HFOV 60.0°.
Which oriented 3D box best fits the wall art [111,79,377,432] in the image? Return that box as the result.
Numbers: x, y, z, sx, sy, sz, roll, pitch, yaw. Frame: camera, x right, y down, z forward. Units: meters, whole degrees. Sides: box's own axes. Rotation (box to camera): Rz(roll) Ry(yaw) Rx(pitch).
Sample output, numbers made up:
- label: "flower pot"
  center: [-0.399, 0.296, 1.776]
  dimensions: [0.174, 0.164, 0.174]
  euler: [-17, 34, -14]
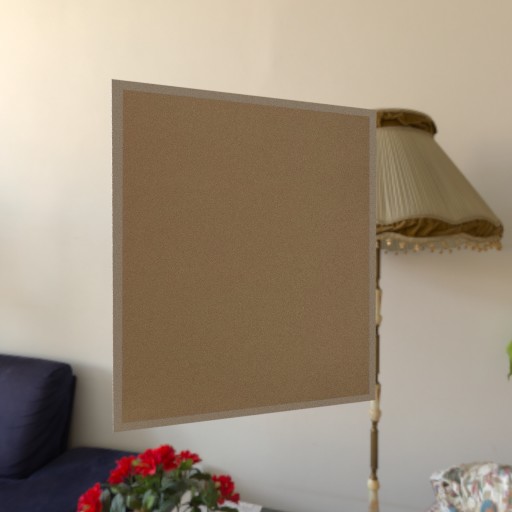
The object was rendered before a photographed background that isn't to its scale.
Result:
- label: "wall art"
  center: [0.000, 0.000, 0.780]
  dimensions: [0.482, 0.557, 0.012]
  euler: [0, 1, -18]
